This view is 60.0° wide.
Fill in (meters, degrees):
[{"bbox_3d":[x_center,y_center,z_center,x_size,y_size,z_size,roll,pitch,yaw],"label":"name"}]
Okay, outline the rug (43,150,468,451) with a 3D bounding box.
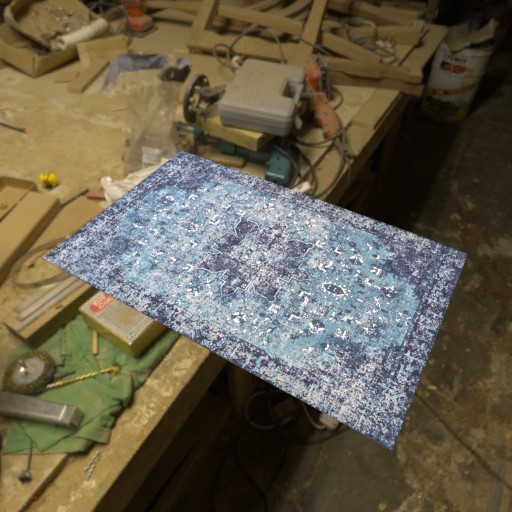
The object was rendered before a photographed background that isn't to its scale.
[{"bbox_3d":[0.000,0.000,2.990,2.440,0.007,1.525,24,51,21],"label":"rug"}]
